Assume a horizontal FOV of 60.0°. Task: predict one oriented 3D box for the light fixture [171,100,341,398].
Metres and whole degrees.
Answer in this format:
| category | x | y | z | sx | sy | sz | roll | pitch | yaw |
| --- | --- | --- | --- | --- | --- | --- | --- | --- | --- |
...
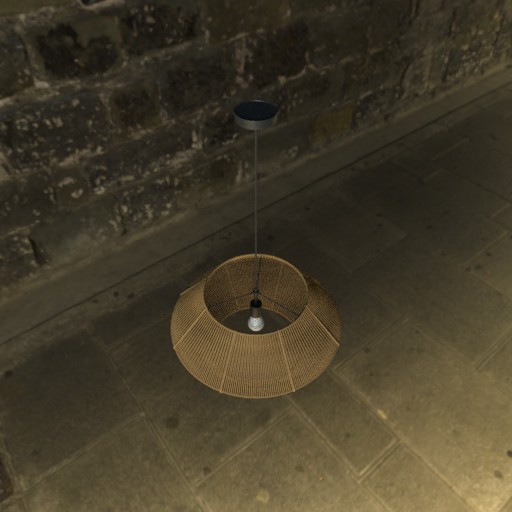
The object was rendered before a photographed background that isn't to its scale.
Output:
| category | x | y | z | sx | sy | sz | roll | pitch | yaw |
| --- | --- | --- | --- | --- | --- | --- | --- | --- | --- |
| light fixture | 0.000 | 0.000 | 1.434 | 0.643 | 1.009 | 0.643 | 0 | 46 | 0 |
